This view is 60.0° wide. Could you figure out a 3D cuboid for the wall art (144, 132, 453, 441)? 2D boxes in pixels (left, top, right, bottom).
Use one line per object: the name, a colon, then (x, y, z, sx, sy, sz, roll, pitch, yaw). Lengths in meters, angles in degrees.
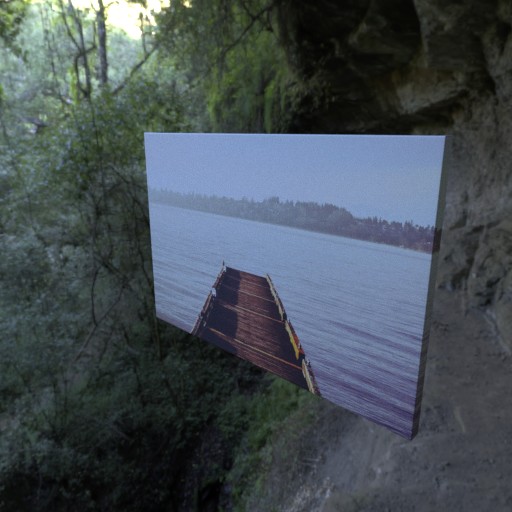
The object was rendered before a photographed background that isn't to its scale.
wall art: (0.000, 0.000, 1.437, 1.149, 0.765, 0.040, 15, 22, 41)
